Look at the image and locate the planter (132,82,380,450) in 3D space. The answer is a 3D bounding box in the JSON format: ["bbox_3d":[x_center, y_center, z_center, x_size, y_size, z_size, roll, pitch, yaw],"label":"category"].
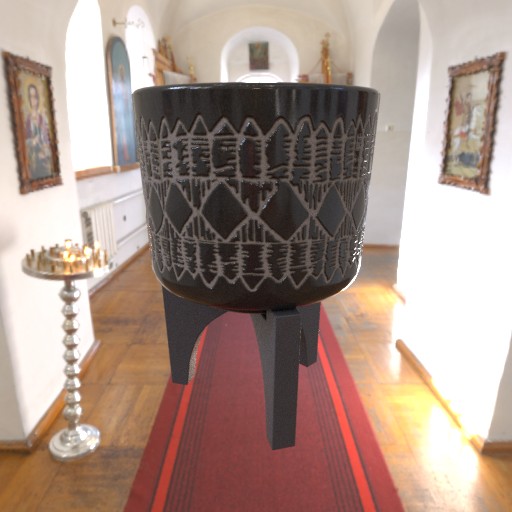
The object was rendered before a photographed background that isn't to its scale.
[{"bbox_3d":[0.000,0.000,0.511,0.251,0.355,0.251,16,23,42],"label":"planter"}]
